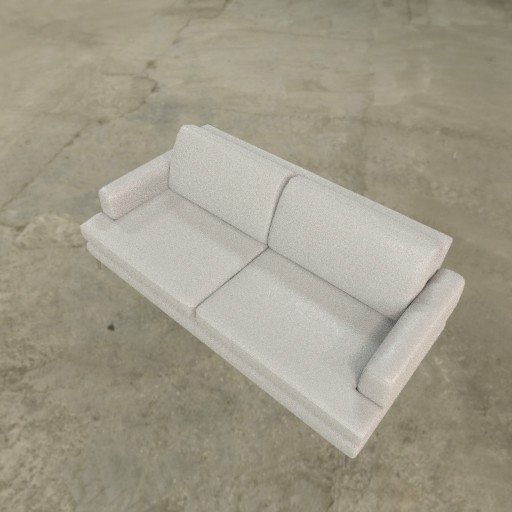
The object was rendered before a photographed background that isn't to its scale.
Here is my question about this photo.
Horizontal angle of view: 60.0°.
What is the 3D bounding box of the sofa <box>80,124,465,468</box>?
[{"bbox_3d":[0.000,0.000,2.407,1.940,0.765,0.974,32,53,27],"label":"sofa"}]
